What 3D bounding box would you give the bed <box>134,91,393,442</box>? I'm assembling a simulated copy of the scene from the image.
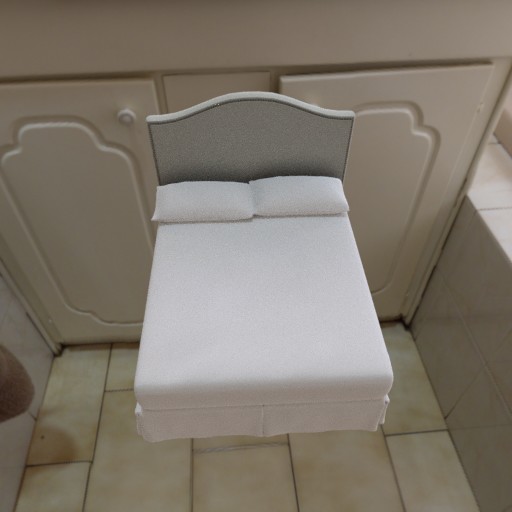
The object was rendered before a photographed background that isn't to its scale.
[{"bbox_3d":[0.000,0.000,3.403,1.813,1.607,2.180,-2,46,-2],"label":"bed"}]
